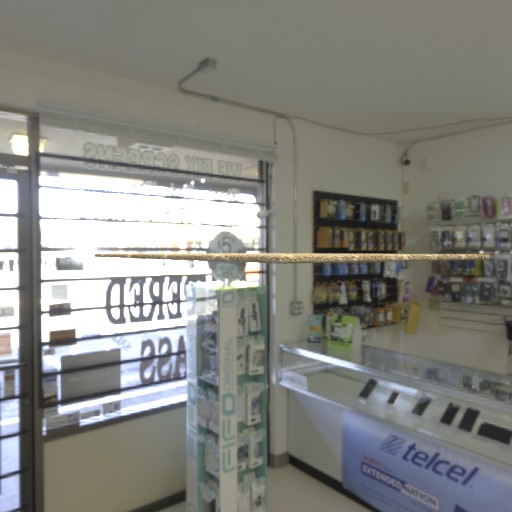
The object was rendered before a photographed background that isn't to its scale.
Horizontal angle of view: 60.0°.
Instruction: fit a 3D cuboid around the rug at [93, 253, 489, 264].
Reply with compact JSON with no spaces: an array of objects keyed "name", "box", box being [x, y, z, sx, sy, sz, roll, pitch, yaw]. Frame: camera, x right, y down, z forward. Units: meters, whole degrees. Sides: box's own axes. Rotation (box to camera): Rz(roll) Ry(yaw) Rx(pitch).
[{"name":"rug","box":[0.000,0.000,3.058,1.524,0.030,2.438,0,1,-36]}]
